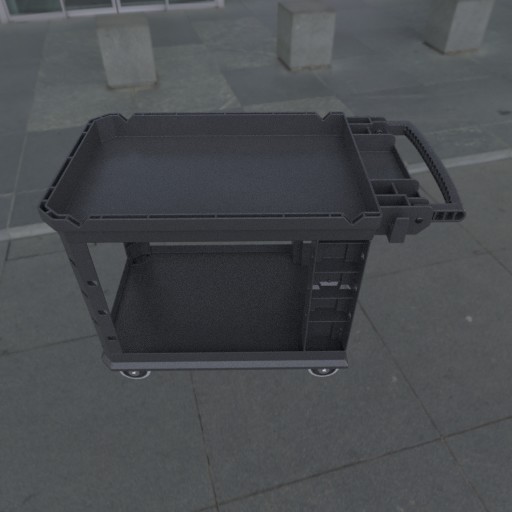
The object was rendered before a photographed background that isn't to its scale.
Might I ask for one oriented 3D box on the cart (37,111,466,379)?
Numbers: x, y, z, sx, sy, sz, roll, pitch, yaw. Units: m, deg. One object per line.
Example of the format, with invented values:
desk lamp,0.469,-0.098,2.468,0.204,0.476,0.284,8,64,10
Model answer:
cart,0.000,0.000,1.748,1.239,0.884,0.674,-1,42,-1
